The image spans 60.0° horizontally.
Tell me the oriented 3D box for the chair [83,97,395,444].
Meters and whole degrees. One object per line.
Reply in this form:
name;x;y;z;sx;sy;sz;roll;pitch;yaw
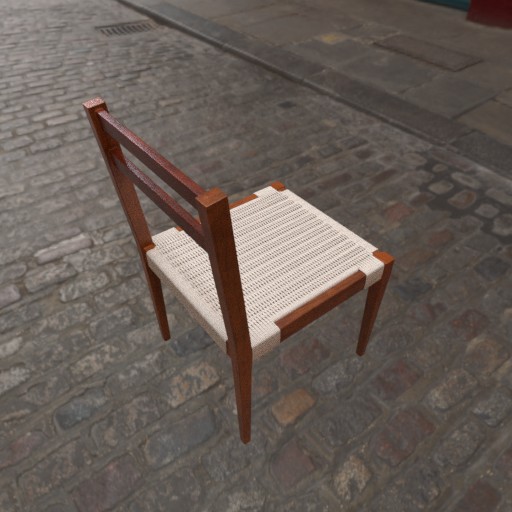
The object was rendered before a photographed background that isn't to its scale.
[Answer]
chair;0.000;0.000;1.218;0.569;0.851;0.495;-27;48;-27
